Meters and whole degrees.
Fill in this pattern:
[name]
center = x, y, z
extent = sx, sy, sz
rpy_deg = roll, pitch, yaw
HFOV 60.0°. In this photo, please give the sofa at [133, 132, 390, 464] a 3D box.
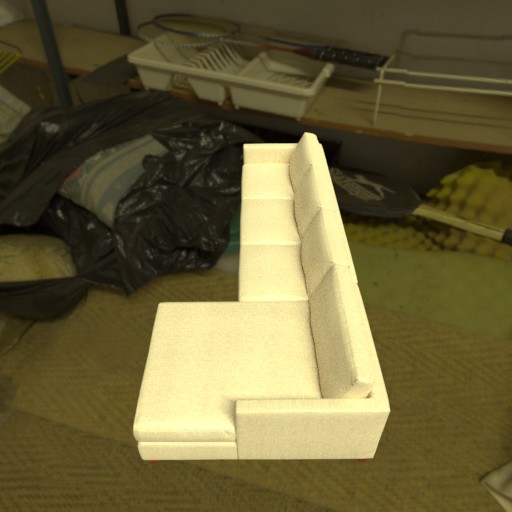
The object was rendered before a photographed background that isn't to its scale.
[sofa]
center = 0.000, 0.000, 4.089
extent = 1.603, 0.954, 3.471
rpy_deg = 0, 41, 0
